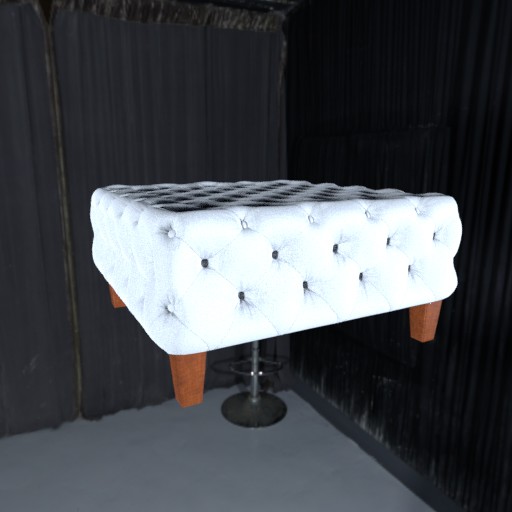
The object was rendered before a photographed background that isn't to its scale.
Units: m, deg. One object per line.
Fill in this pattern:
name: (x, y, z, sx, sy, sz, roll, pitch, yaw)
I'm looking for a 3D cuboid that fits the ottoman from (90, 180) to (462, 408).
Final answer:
ottoman: (0.000, 0.000, 1.198, 0.758, 0.365, 0.764, -7, 14, -27)
